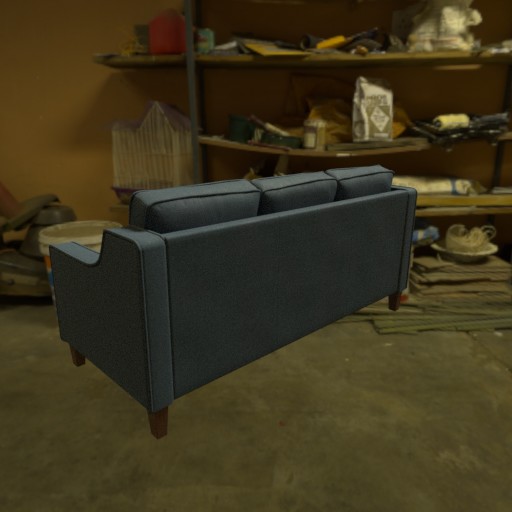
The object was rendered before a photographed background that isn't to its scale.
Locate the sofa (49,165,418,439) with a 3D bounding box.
[{"bbox_3d":[0.000,0.000,2.562,1.986,0.974,0.911,-15,22,-42],"label":"sofa"}]
